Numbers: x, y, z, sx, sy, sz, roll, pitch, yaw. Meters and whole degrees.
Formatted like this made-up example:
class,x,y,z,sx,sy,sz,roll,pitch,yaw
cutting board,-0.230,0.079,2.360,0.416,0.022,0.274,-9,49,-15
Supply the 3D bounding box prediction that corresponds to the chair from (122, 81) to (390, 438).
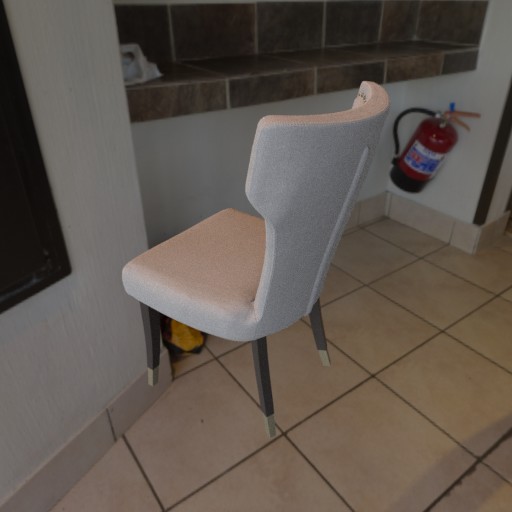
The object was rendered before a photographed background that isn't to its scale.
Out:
class,x,y,z,sx,sy,sz,roll,pitch,yaw
chair,0.000,0.000,1.312,0.630,0.950,0.526,20,36,30
